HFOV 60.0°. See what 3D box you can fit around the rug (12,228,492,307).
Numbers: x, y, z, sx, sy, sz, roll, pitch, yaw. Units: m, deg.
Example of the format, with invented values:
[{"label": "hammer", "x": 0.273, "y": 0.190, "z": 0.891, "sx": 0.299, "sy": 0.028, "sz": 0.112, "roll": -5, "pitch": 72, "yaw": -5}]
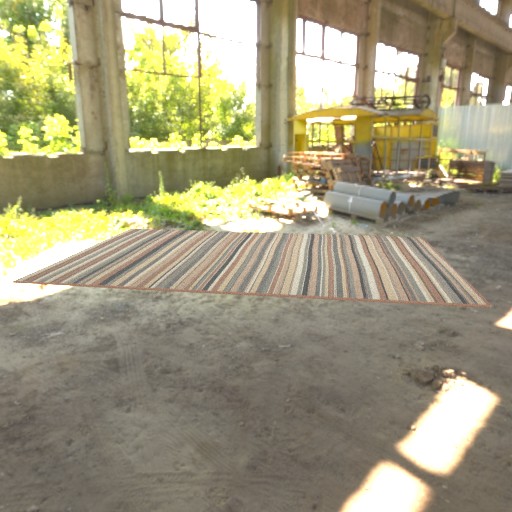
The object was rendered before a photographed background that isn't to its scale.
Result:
[{"label": "rug", "x": 0.000, "y": 0.000, "z": 2.949, "sx": 2.438, "sy": 0.014, "sz": 1.523, "roll": 2, "pitch": 15, "yaw": 8}]
